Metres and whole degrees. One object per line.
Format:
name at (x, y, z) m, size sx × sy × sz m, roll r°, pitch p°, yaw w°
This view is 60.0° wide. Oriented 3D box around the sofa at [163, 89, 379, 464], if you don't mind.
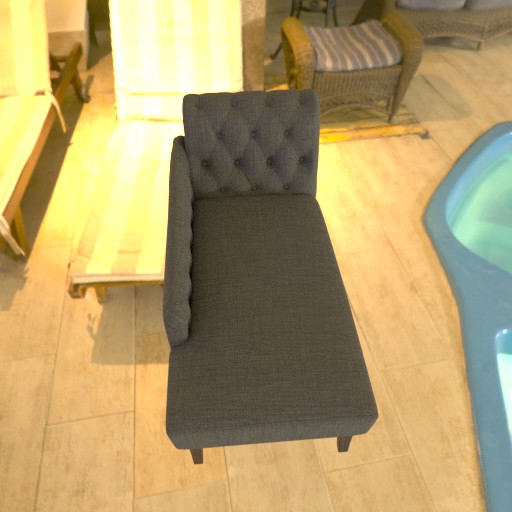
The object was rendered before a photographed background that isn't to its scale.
sofa at (0.000, 0.000, 1.804) m, size 0.675 × 0.787 × 1.379 m, roll -3°, pitch 48°, yaw -3°
